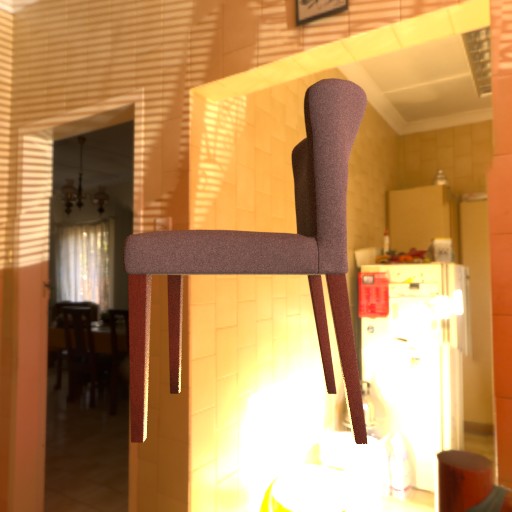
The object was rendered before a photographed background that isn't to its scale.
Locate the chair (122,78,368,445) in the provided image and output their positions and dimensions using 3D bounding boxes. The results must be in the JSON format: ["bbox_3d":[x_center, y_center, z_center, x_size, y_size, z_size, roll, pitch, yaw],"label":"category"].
[{"bbox_3d":[0.000,0.000,1.202,0.592,0.839,0.491,0,-3,1],"label":"chair"}]
